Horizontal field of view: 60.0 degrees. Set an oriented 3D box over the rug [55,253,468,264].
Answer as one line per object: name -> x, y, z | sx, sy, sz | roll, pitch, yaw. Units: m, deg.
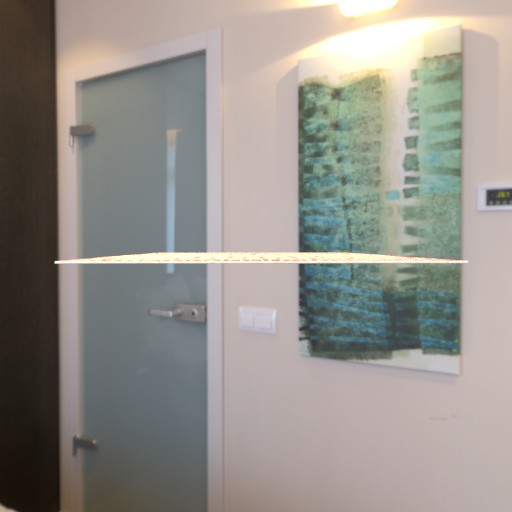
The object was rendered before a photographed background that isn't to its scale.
rug -> 0.000, 0.000, 4.118 | 2.441, 0.016, 3.095 | 0, 1, -1
